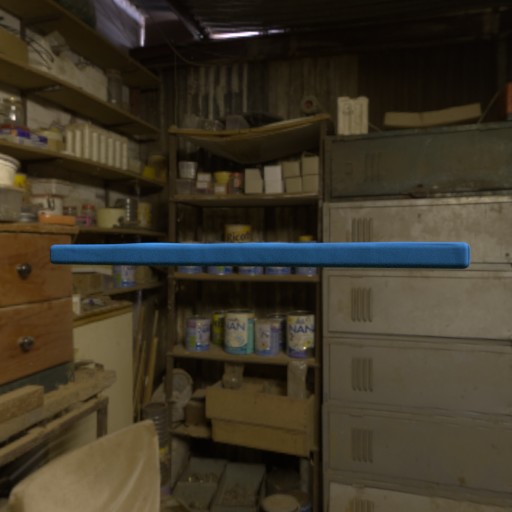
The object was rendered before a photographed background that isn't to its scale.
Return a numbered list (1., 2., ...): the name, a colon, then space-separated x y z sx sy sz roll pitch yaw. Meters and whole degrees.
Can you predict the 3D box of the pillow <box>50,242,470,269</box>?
1. pillow: 0.000 0.000 1.371 1.187 0.081 0.492 0 1 18
